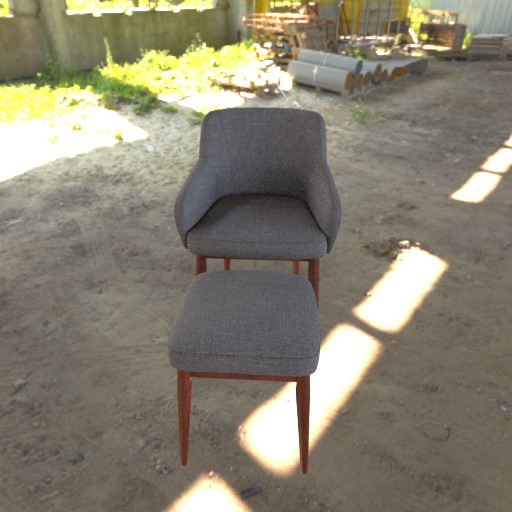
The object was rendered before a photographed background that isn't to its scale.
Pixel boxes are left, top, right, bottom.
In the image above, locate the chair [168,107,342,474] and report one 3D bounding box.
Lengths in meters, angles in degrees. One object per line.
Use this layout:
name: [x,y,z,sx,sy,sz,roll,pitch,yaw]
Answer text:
chair: [0.000,0.000,1.555,0.584,0.799,1.107,2,30,3]
